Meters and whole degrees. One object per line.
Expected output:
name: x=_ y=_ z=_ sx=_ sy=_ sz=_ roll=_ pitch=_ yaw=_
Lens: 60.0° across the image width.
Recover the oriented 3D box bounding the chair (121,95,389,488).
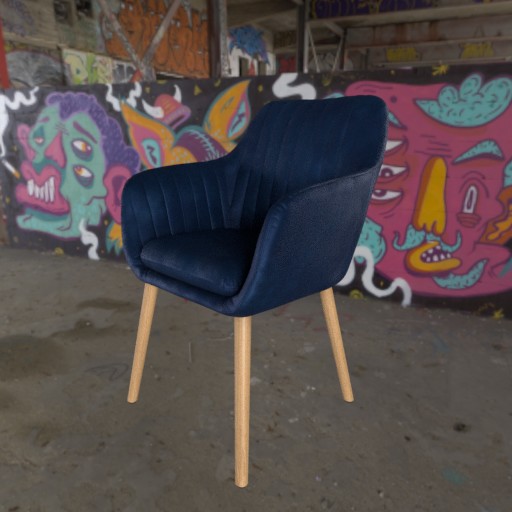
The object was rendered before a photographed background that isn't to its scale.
chair: x=0.000 y=0.000 z=1.181 sx=0.578 sy=0.826 sz=0.573 roll=14 pitch=21 yaw=42
